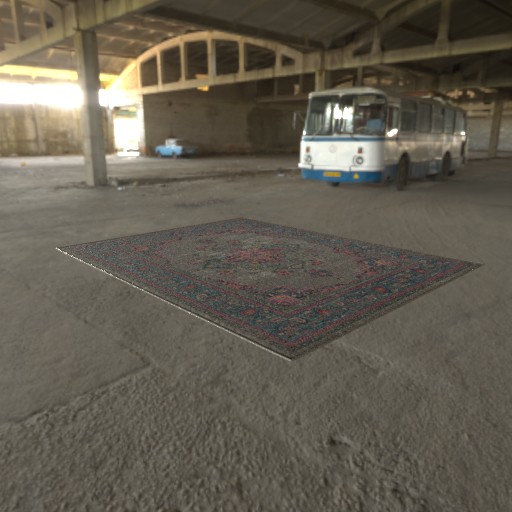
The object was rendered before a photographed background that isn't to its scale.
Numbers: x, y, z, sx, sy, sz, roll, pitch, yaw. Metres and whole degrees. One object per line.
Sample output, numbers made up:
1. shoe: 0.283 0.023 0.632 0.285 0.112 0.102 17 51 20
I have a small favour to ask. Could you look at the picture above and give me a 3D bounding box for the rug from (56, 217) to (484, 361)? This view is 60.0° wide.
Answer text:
1. rug: 0.000 0.000 4.008 2.434 0.013 3.057 -14 20 -42
